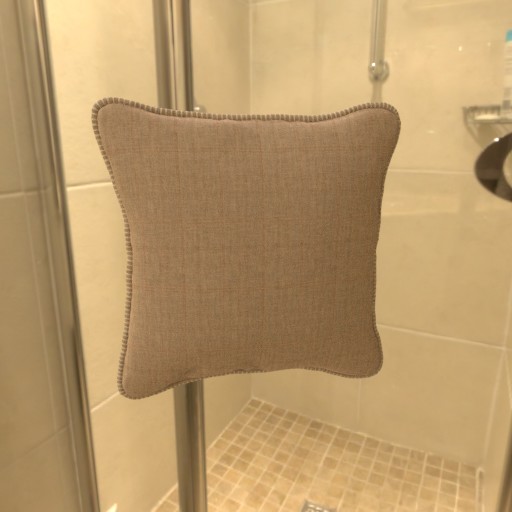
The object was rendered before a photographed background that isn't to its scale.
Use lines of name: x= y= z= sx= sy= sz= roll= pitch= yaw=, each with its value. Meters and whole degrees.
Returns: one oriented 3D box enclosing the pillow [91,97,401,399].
pillow: x=0.000 y=0.000 z=0.739 sx=0.485 sy=0.494 sz=0.124 roll=-3 pitch=15 yaw=-10
